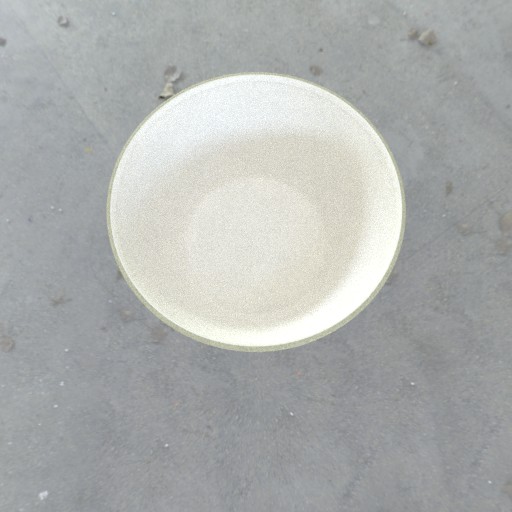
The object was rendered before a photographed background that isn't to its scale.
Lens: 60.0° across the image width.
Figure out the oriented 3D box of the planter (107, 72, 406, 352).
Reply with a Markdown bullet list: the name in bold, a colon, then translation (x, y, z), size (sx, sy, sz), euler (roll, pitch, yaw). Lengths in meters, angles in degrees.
- **planter**: translation (0.000, 0.000, 0.760), size (0.350, 0.504, 0.350), euler (-34, 77, -9)
